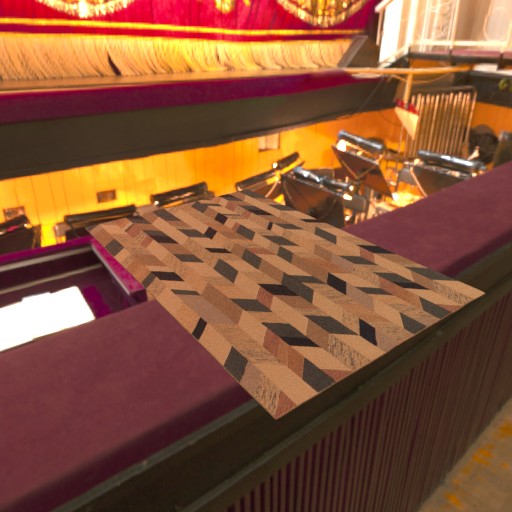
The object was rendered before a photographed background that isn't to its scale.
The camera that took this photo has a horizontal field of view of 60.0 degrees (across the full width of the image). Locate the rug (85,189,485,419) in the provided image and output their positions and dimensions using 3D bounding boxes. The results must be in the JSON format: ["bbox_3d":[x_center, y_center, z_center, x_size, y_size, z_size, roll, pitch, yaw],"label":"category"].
[{"bbox_3d":[0.000,0.000,2.298,1.202,0.006,1.813,-19,32,-32],"label":"rug"}]
